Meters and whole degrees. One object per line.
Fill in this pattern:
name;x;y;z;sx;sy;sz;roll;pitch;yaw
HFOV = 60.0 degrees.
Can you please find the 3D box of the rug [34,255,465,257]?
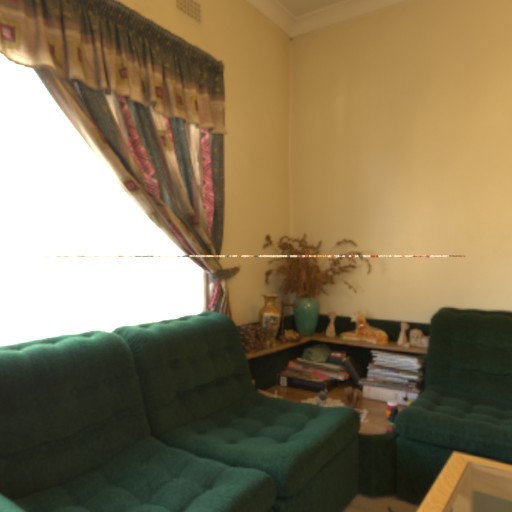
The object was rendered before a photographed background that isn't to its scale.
rug;0.000;0.000;3.212;2.584;0.010;1.523;0;0;18
